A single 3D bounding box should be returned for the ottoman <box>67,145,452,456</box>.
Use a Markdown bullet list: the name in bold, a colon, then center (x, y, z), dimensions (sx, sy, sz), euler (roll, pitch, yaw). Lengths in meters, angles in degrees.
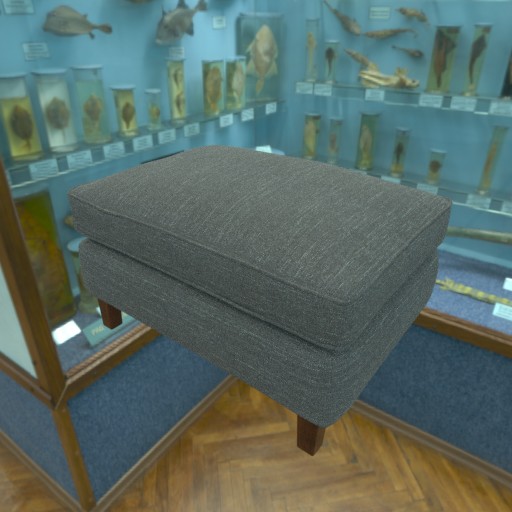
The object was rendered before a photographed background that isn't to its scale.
- **ottoman**: center (0.000, 0.000, 0.986), dimensions (0.686, 0.406, 0.508), euler (21, 35, 32)
